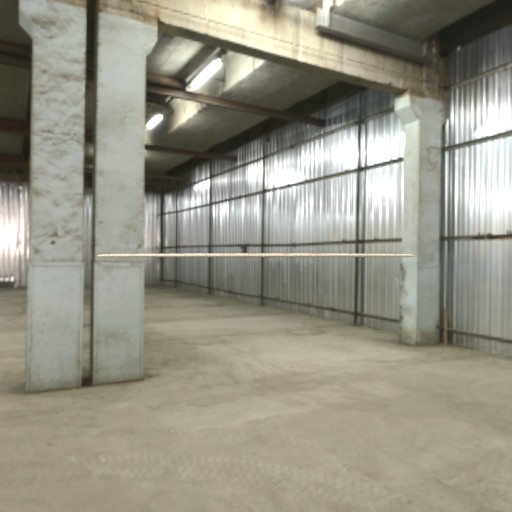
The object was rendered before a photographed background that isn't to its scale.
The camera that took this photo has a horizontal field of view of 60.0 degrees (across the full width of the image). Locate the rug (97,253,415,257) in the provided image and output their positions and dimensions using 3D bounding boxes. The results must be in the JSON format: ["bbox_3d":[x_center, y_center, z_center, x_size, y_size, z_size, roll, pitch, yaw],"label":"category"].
[{"bbox_3d":[0.000,0.000,2.361,1.593,0.012,1.593,0,0,0],"label":"rug"}]
